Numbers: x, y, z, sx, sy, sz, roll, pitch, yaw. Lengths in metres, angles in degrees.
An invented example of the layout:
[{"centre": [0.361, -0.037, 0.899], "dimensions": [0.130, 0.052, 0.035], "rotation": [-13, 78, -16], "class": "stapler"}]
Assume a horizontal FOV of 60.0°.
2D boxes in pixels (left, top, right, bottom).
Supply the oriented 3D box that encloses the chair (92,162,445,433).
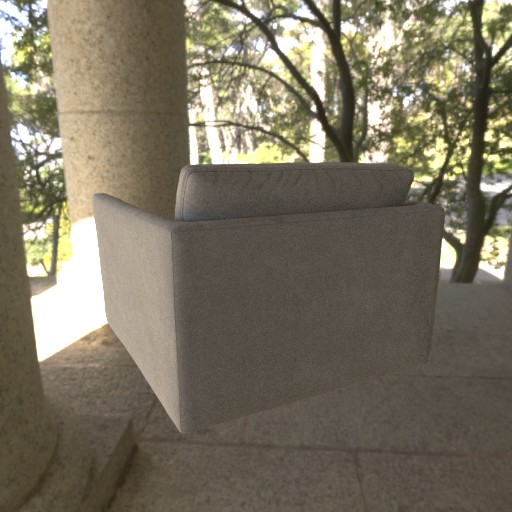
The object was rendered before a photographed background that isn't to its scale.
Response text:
[{"centre": [0.000, 0.000, 1.918], "dimensions": [1.190, 0.845, 1.091], "rotation": [-7, 15, -25], "class": "chair"}]
